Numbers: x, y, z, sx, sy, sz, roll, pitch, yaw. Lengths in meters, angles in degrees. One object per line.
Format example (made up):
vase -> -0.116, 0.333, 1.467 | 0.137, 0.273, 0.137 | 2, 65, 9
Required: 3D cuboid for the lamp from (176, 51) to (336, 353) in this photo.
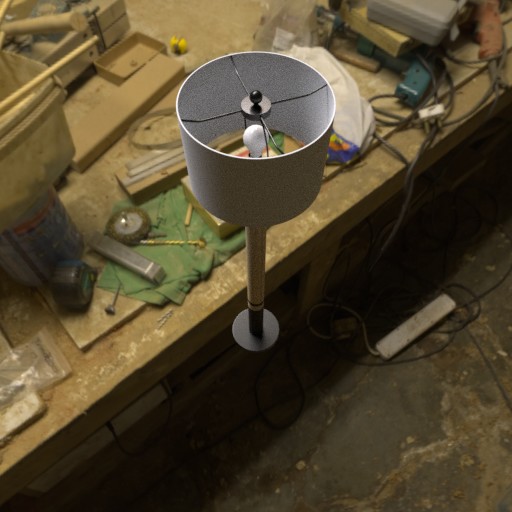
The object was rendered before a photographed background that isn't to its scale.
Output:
lamp -> 0.000, 0.000, 1.669 | 0.381, 1.478, 0.381 | -35, 65, -19
